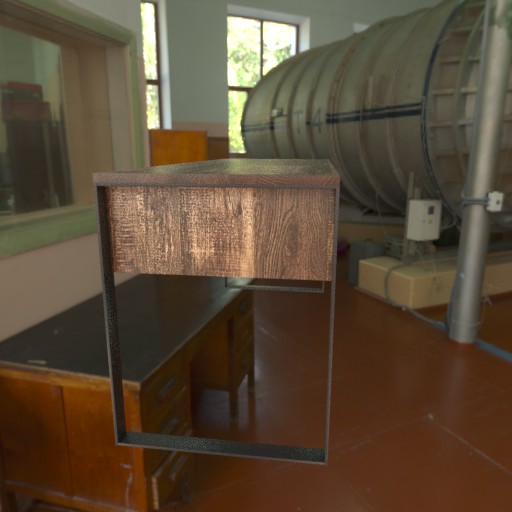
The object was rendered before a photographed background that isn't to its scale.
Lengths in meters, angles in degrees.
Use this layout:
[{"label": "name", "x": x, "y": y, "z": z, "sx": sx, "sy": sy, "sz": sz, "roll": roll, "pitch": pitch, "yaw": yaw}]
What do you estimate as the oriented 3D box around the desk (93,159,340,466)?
[{"label": "desk", "x": 0.000, "y": 0.000, "z": 1.863, "sx": 0.599, "sy": 0.762, "sz": 1.524, "roll": 2, "pitch": 14, "yaw": 8}]
